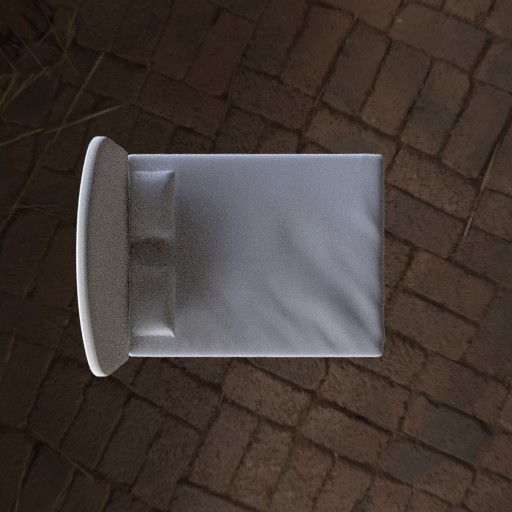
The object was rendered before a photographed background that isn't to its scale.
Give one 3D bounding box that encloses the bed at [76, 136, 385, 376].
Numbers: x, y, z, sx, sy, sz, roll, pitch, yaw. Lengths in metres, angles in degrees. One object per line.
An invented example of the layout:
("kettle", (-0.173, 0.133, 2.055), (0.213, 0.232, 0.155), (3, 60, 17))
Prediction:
("bed", (0.000, 0.000, 3.159), (2.005, 1.410, 1.607), (0, 91, 0))
